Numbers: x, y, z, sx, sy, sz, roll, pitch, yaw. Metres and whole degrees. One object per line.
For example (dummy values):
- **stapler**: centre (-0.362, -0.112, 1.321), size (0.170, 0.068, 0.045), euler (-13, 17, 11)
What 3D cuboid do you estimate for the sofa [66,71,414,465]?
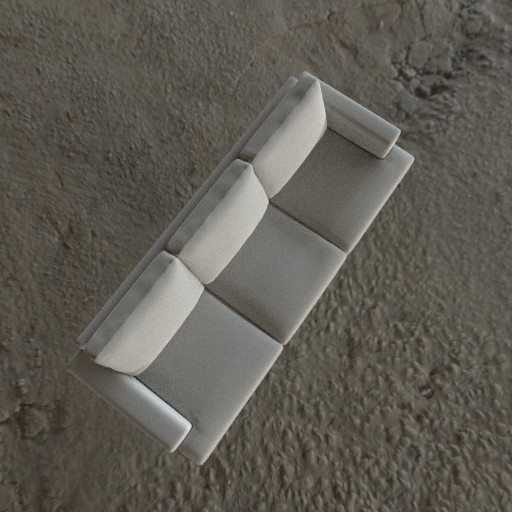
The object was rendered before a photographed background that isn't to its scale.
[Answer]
- **sofa**: centre (0.000, 0.000, 2.716), size (0.920, 0.810, 2.310), euler (35, 78, 8)
